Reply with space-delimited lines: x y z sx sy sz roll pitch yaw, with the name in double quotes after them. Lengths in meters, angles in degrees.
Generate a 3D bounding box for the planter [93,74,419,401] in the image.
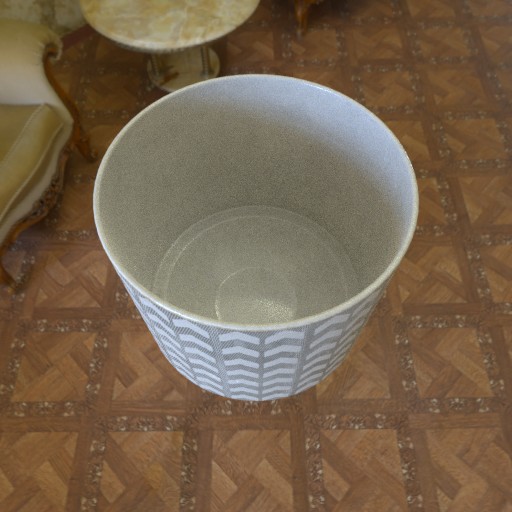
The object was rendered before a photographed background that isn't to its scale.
0.000 0.000 0.447 0.250 0.239 0.250 0 59 0 "planter"
